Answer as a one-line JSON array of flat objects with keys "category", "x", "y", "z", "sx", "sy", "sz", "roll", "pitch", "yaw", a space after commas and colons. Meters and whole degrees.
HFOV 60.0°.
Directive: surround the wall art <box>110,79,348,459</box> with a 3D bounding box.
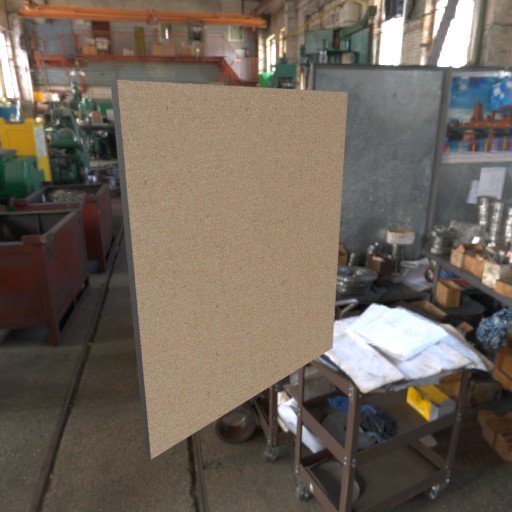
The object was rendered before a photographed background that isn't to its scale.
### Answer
[{"category": "wall art", "x": 0.000, "y": 0.000, "z": 1.213, "sx": 0.028, "sy": 0.863, "sz": 0.755, "roll": 17, "pitch": 24, "yaw": 42}]
